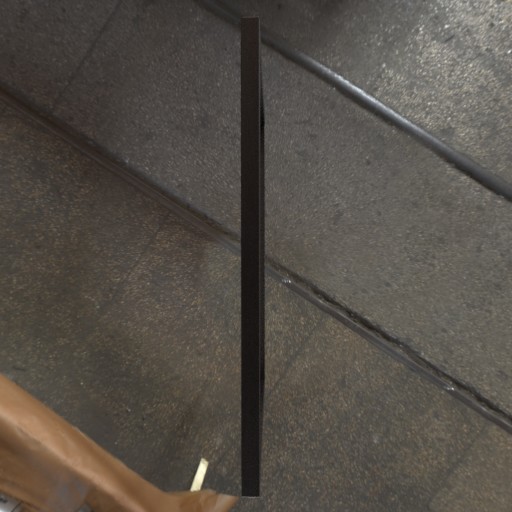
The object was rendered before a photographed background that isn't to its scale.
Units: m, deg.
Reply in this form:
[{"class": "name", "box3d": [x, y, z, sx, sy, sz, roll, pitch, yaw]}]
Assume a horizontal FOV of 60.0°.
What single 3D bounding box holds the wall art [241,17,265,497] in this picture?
[{"class": "wall art", "box3d": [0.000, 0.000, 0.835, 0.027, 0.458, 0.657, 0, 92, 2]}]
